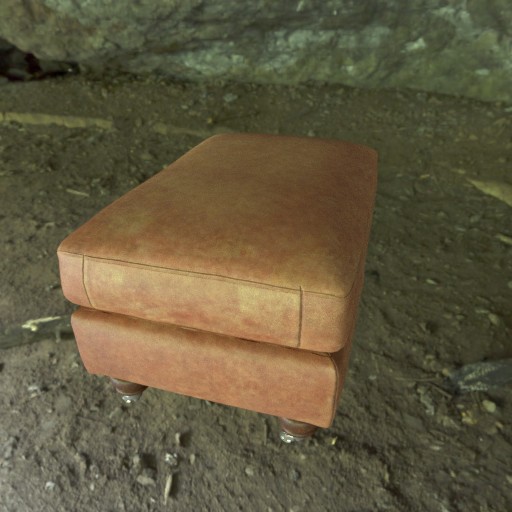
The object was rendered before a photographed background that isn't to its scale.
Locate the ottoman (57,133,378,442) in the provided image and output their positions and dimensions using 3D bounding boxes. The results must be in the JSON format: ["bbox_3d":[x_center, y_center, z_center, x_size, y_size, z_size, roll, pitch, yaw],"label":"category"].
[{"bbox_3d":[0.000,0.000,1.169,0.565,0.507,0.852,8,31,14],"label":"ottoman"}]
